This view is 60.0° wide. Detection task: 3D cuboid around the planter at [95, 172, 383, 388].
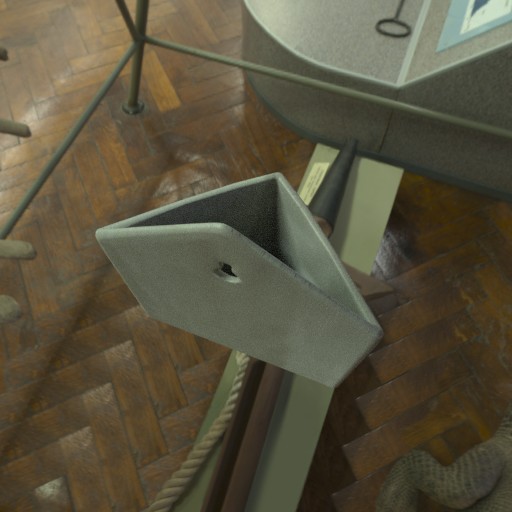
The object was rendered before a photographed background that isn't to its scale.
[{"bbox_3d":[0.000,0.000,0.279,0.163,0.194,0.080,19,65,9],"label":"planter"}]
